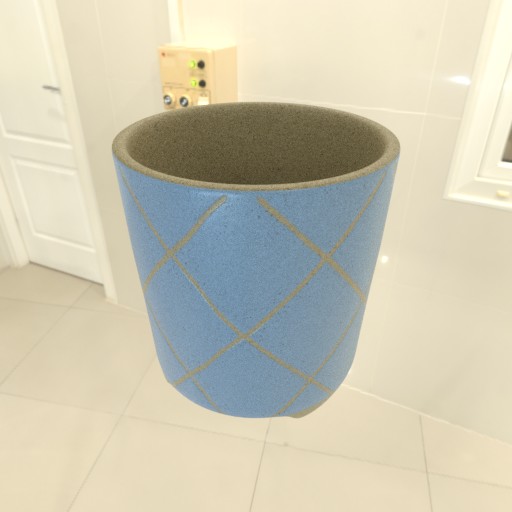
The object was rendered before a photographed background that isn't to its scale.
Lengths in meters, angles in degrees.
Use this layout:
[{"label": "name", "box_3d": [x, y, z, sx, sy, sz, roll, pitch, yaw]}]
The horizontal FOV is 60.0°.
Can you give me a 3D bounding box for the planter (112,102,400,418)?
[{"label": "planter", "box_3d": [0.000, 0.000, 0.422, 0.227, 0.235, 0.227, 0, 32, 0]}]
